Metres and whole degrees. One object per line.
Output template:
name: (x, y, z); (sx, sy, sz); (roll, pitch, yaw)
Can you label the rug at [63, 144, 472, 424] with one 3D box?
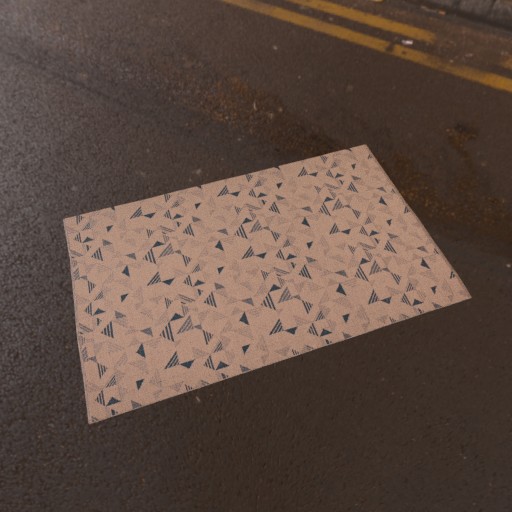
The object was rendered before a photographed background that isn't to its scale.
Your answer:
rug: (0.000, 0.000, 3.047); (2.457, 0.009, 1.512); (-16, 58, -10)
